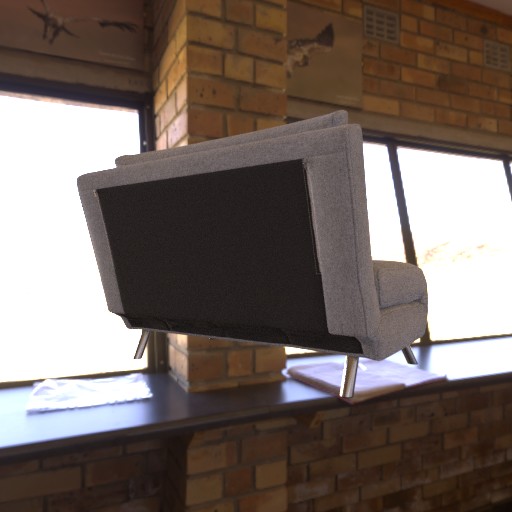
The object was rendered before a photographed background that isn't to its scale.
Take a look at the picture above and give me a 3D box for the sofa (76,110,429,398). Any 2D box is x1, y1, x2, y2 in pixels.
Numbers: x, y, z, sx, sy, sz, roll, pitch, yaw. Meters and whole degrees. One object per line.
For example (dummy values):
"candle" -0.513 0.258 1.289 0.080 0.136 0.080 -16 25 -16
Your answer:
"sofa" 0.000 0.000 1.879 1.220 0.910 0.910 -1 -1 34
